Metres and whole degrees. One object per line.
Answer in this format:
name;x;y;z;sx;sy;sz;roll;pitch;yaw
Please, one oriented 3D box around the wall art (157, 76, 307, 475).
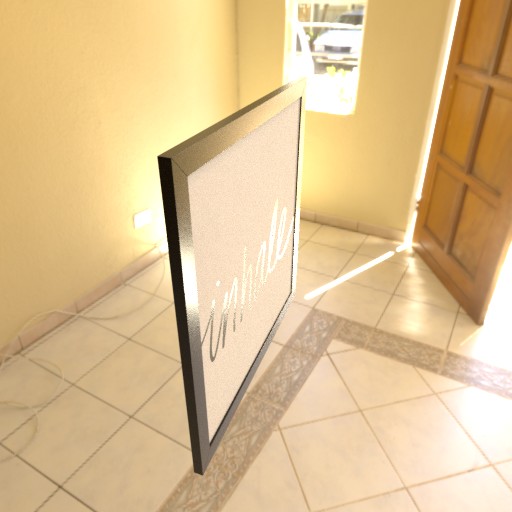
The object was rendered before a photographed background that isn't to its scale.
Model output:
wall art;0.000;0.000;0.670;0.014;0.445;0.446;11;33;18
